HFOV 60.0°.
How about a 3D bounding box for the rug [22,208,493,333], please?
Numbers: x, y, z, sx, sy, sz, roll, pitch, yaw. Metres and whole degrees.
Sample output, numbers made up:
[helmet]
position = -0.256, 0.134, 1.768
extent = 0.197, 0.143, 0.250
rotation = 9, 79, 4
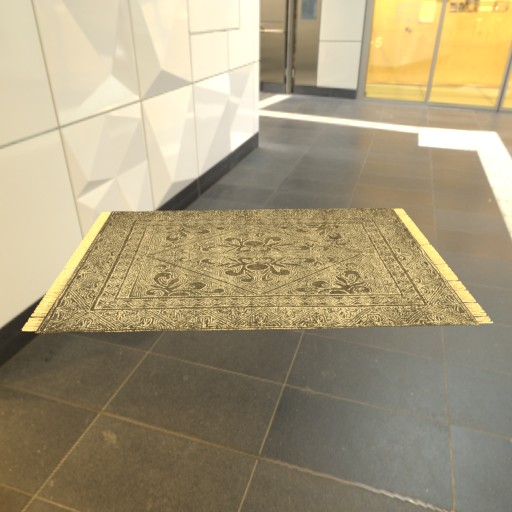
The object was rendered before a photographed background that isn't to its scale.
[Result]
[rug]
position = 0.000, 0.000, 2.940
extent = 2.440, 0.010, 1.529
rotation = -1, 29, -1
